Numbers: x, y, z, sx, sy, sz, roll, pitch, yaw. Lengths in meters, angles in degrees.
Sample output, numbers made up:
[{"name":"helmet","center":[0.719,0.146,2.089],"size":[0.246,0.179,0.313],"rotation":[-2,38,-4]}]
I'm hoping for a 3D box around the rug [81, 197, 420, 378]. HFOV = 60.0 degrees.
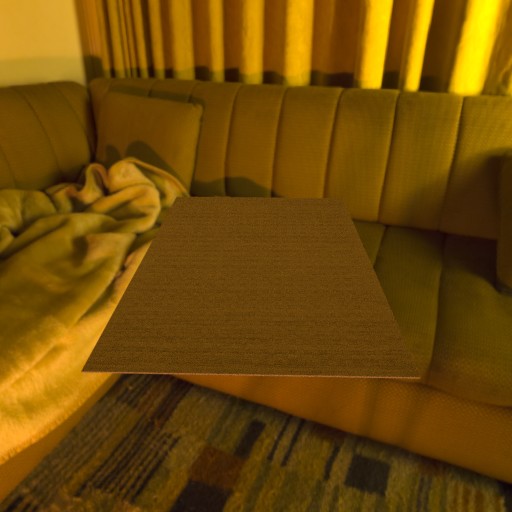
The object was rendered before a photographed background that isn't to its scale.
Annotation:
[{"name":"rug","center":[0.000,0.000,2.270],"size":[1.142,0.006,1.752],"rotation":[1,27,1]}]
